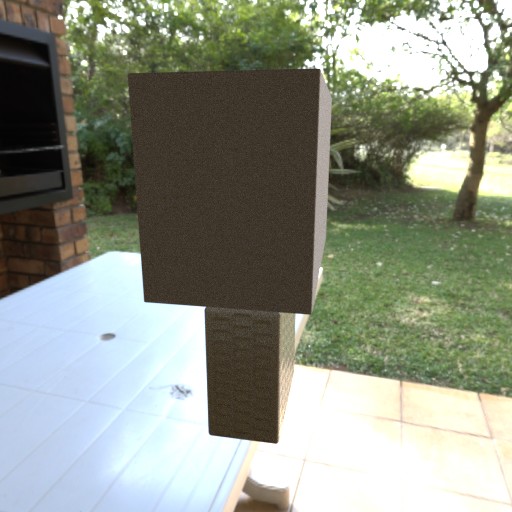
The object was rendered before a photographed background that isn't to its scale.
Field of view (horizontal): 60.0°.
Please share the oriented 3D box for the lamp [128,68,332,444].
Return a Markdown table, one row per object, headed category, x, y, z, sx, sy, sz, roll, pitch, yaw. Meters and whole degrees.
| category | x | y | z | sx | sy | sz | roll | pitch | yaw |
| --- | --- | --- | --- | --- | --- | --- | --- | --- | --- |
| lamp | 0.000 | 0.000 | 0.688 | 0.200 | 0.515 | 0.380 | 3 | 16 | 11 |
